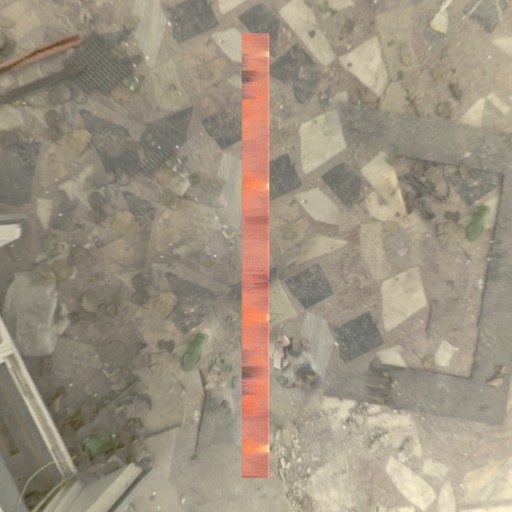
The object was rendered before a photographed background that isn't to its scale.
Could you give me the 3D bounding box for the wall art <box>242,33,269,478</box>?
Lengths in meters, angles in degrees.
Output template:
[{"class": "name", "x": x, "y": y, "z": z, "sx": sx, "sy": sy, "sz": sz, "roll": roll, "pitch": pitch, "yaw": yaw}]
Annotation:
[{"class": "wall art", "x": 0.000, "y": 0.000, "z": 0.903, "sx": 0.037, "sy": 0.609, "sz": 0.603, "roll": 0, "pitch": 90, "yaw": 0}]
